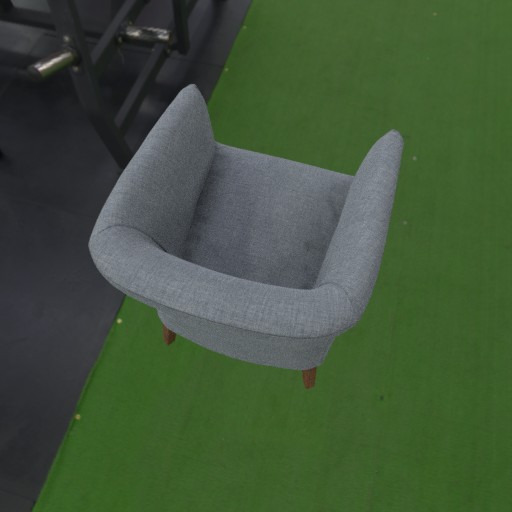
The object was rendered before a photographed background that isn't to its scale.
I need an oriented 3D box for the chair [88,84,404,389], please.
[{"bbox_3d":[0.000,0.000,1.261,0.600,0.771,0.668,15,64,8],"label":"chair"}]
